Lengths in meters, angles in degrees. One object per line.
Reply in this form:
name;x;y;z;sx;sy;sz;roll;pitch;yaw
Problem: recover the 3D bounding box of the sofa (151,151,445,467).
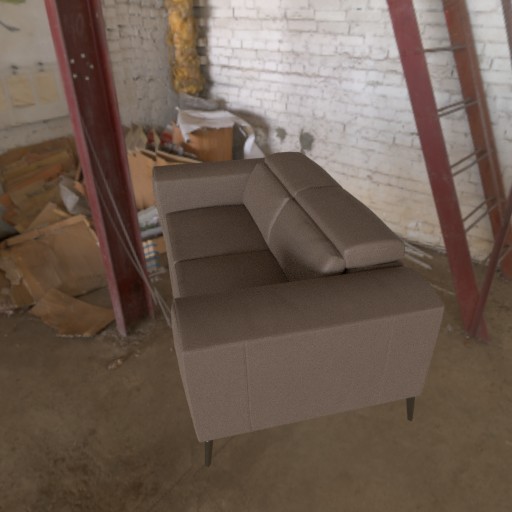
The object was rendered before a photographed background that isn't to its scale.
sofa;0.000;0.000;2.430;1.003;0.779;1.895;-7;31;-12
